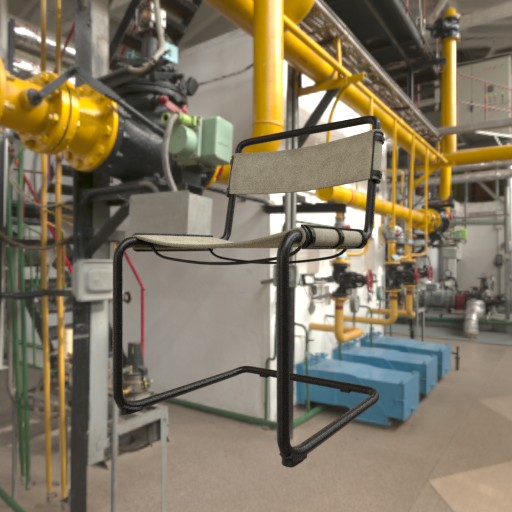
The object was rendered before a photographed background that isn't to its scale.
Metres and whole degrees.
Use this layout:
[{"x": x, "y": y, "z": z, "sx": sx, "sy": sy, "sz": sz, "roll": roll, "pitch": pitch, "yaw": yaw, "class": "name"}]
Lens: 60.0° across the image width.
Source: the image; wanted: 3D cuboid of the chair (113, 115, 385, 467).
[{"x": 0.000, "y": 0.000, "z": 1.092, "sx": 0.499, "sy": 0.747, "sz": 0.497, "roll": 0, "pitch": -1, "yaw": 35, "class": "chair"}]
